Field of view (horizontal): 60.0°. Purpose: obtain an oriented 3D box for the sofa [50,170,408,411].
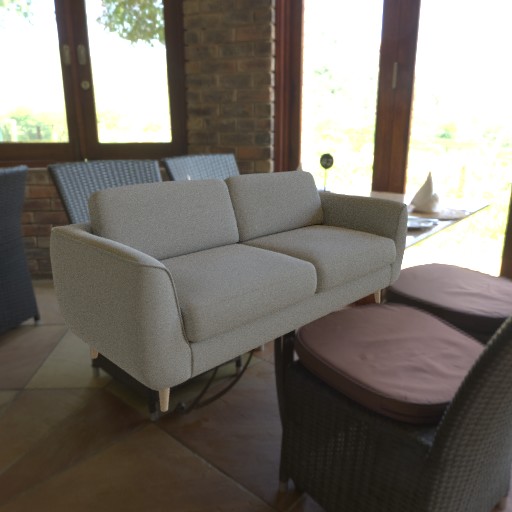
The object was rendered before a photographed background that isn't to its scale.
[{"bbox_3d":[0.000,0.000,2.495,0.920,0.850,2.000,15,21,43],"label":"sofa"}]
